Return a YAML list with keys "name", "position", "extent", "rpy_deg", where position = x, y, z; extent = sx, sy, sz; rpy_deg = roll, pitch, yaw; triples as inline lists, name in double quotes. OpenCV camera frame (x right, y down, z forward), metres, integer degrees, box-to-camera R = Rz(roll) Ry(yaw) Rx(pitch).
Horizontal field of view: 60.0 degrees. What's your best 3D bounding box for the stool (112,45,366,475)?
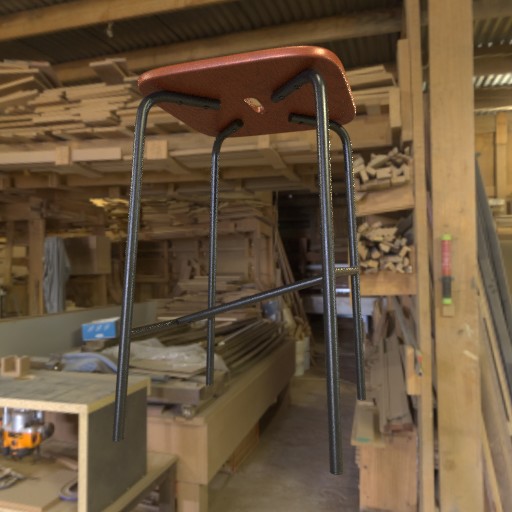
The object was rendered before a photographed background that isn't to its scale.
- name: "stool"
  position: [0.000, 0.000, 0.848]
  extent: [0.376, 0.610, 0.376]
  rpy_deg: [0, -1, 19]
